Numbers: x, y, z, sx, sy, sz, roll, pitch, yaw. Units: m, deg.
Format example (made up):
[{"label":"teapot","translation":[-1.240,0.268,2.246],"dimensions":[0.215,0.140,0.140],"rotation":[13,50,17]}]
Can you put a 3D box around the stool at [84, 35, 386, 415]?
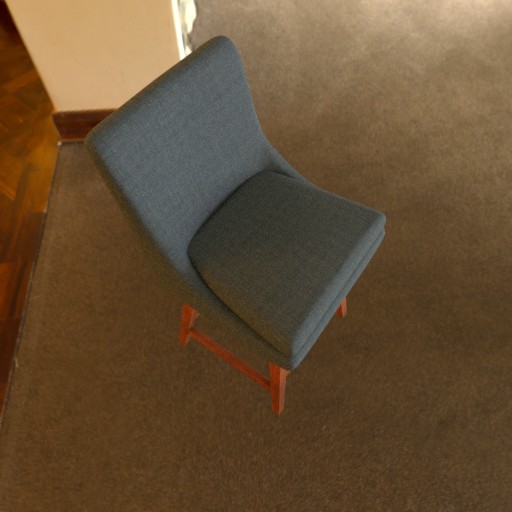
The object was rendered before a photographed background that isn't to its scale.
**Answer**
[{"label":"stool","translation":[0.000,0.000,1.194],"dimensions":[0.524,0.895,0.467],"rotation":[31,63,18]}]
